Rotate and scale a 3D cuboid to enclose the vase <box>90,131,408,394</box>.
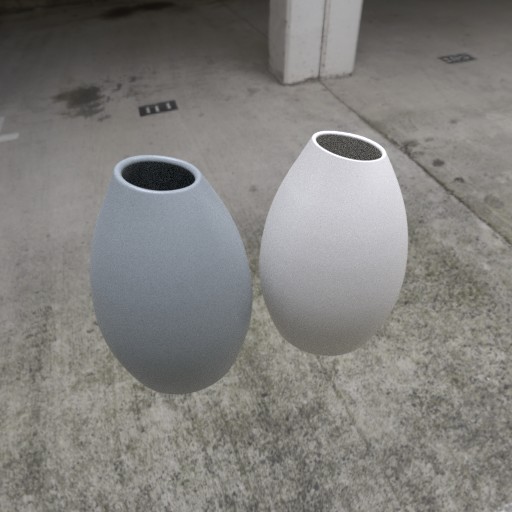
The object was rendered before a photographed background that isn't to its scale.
[{"bbox_3d":[0.000,0.000,0.256,0.187,0.131,0.089,-11,41,-13],"label":"vase"}]
